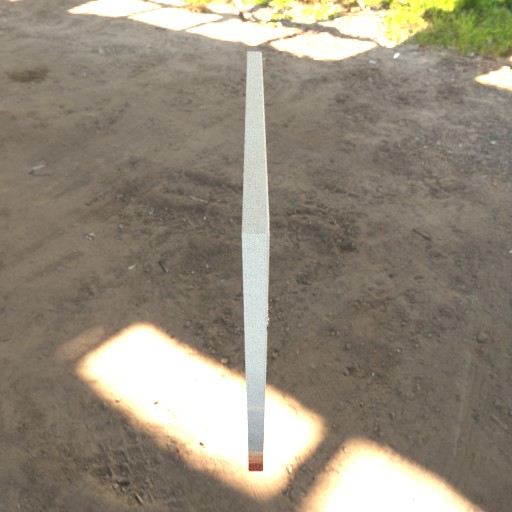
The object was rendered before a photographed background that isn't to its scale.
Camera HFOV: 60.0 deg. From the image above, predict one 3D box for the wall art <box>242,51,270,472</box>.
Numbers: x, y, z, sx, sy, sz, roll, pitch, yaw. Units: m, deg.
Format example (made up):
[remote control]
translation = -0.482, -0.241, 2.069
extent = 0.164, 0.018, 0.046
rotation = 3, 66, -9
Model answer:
[wall art]
translation = 0.000, 0.000, 0.603
extent = 0.023, 0.405, 0.405
rotation = 0, 42, 0
